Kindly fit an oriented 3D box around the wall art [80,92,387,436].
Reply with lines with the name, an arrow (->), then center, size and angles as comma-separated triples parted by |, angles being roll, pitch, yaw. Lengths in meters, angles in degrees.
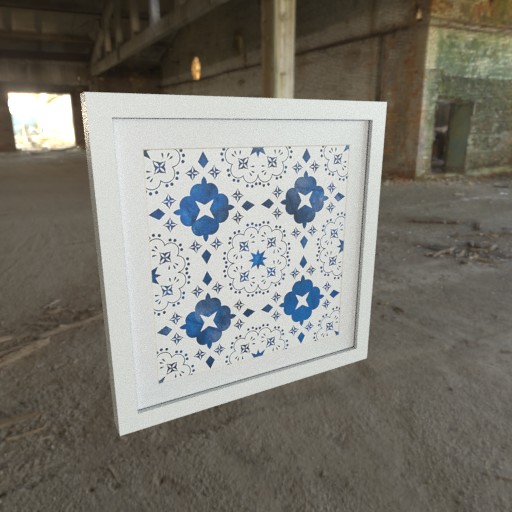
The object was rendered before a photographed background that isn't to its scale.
wall art -> 0.000, 0.000, 0.529 | 0.355, 0.355, 0.027 | -9, 18, -27
